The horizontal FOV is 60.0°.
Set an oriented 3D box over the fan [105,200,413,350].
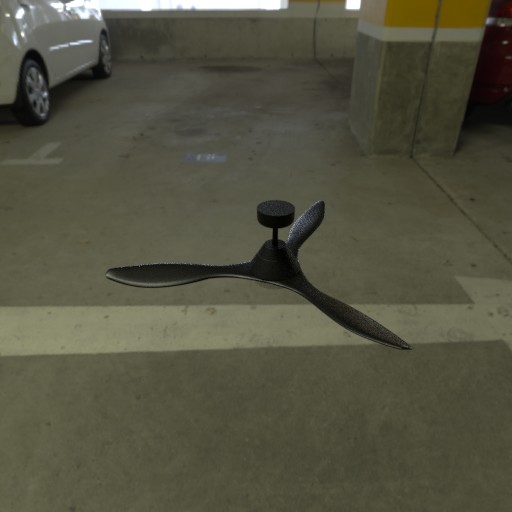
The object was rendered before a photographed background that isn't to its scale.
[{"bbox_3d":[0.000,0.000,1.619,1.067,0.305,1.067,-10,32,-16],"label":"fan"}]
